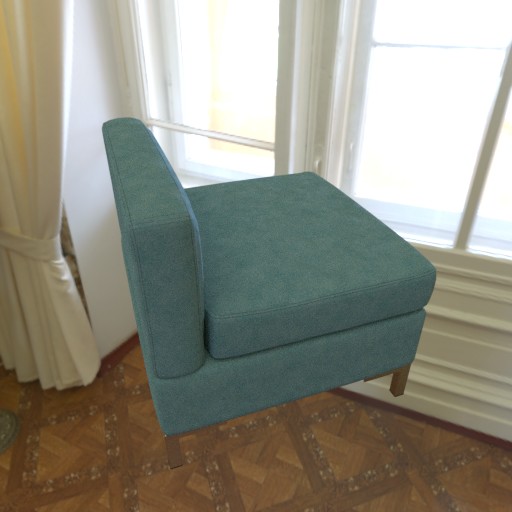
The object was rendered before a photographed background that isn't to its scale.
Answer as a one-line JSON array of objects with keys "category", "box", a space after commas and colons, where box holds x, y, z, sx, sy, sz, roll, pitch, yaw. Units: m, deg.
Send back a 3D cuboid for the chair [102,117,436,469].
[{"category": "chair", "box": [0.000, 0.000, 1.216, 0.685, 0.660, 0.684, -11, 33, -17]}]
